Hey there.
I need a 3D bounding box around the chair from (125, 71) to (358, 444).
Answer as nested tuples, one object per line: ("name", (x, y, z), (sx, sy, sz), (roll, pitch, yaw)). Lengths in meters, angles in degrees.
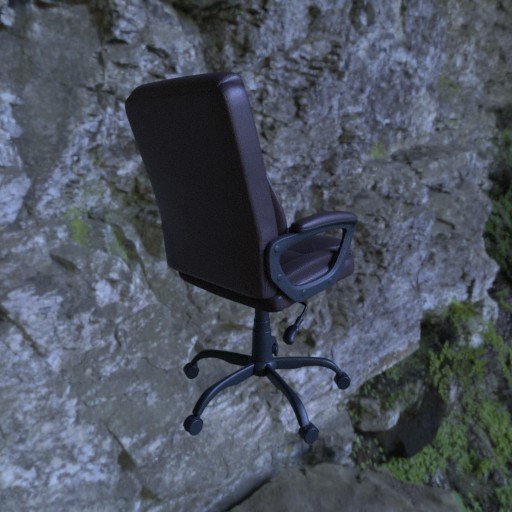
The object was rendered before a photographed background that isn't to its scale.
("chair", (0.000, 0.000, 1.480), (0.655, 1.072, 0.615), (-14, 20, -42))
